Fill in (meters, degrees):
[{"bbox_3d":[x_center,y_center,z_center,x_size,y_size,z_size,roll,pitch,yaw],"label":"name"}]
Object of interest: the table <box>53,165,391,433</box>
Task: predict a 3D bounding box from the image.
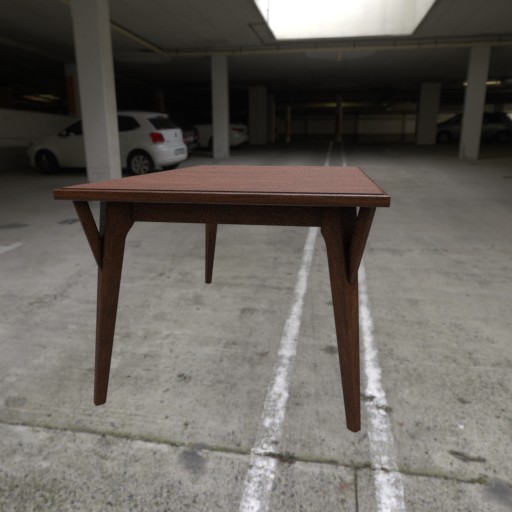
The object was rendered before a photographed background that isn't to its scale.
[{"bbox_3d":[0.000,0.000,2.083,0.990,0.761,1.524,2,14,9],"label":"table"}]
